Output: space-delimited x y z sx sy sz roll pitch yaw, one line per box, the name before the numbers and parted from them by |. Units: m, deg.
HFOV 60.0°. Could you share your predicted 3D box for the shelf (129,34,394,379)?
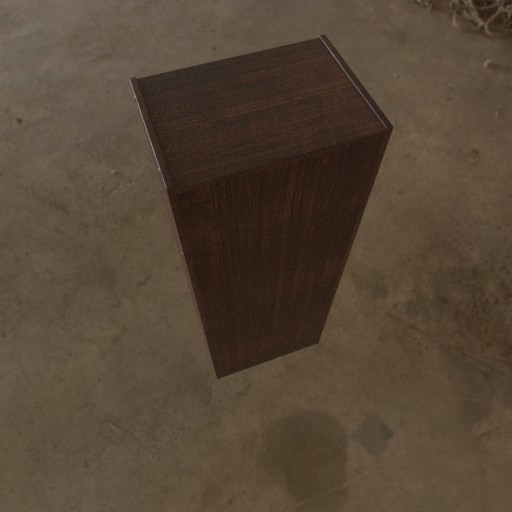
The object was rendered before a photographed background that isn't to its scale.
shelf | 0.000 0.000 1.284 0.415 1.099 0.290 -17 61 -10
